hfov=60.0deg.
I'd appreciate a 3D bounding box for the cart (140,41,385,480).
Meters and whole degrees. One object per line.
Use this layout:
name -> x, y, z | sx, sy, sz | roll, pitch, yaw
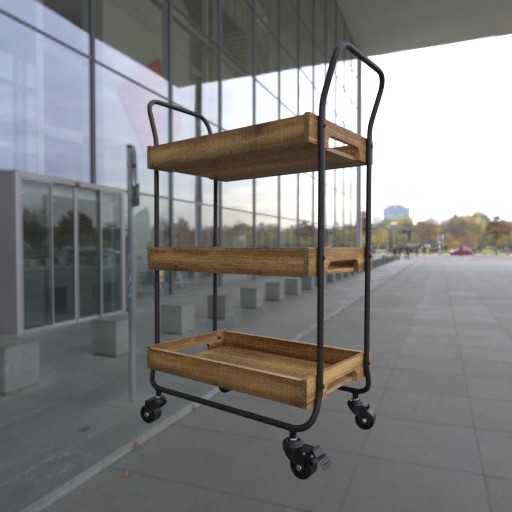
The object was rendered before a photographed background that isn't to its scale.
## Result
cart -> 0.000, 0.000, 1.118 | 0.583, 0.857, 0.339 | 1, 2, 38
